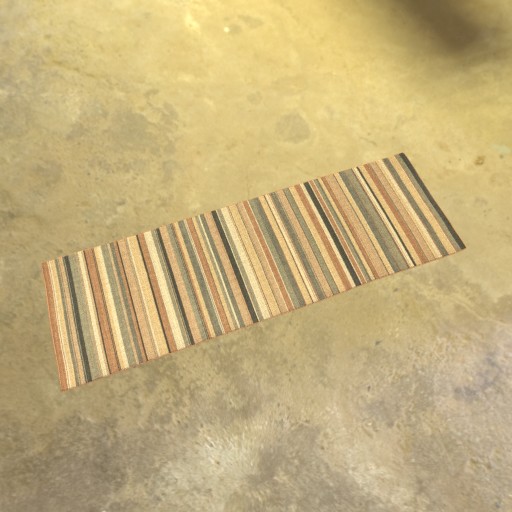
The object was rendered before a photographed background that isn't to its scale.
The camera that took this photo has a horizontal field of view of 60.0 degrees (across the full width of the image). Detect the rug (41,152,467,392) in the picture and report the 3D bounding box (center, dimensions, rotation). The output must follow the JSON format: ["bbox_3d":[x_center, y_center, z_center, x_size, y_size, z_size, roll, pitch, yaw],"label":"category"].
[{"bbox_3d":[0.000,0.000,2.661,2.444,0.010,0.799,-18,64,-9],"label":"rug"}]
